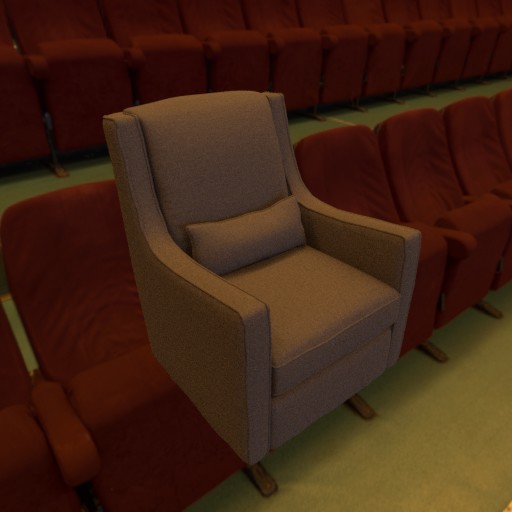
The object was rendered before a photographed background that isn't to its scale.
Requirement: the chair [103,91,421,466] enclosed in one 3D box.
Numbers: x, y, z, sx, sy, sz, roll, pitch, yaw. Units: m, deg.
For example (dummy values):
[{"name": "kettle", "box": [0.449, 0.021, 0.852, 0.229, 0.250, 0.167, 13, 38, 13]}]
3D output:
[{"name": "chair", "box": [0.000, 0.000, 1.576, 0.732, 0.993, 0.879, -22, 36, -32]}]
